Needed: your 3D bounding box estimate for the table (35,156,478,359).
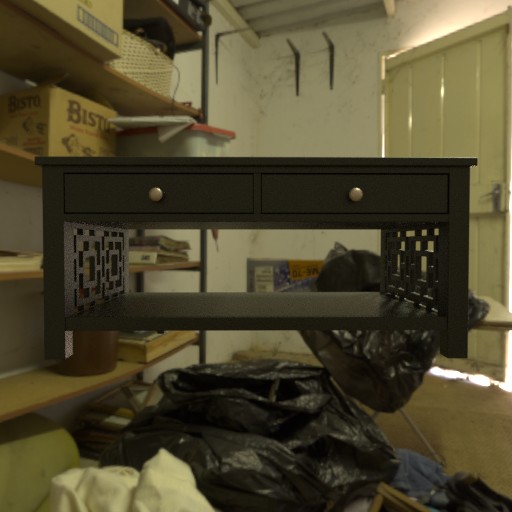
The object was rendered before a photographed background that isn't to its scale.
[{"bbox_3d":[0.000,0.000,1.366,1.068,0.493,0.612,0,2,-1],"label":"table"}]
